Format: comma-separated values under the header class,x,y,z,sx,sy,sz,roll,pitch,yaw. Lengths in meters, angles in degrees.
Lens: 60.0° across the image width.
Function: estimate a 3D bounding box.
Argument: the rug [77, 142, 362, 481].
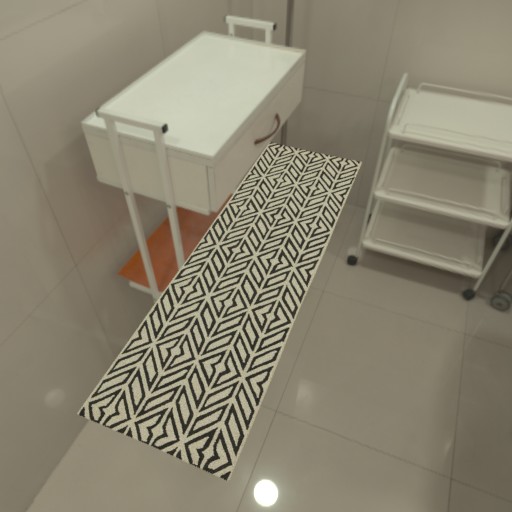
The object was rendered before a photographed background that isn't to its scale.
class,x,y,z,sx,sy,sz,roll,pitch,yaw
rug,0.000,0.000,2.675,0.750,0.009,2.435,16,48,15
